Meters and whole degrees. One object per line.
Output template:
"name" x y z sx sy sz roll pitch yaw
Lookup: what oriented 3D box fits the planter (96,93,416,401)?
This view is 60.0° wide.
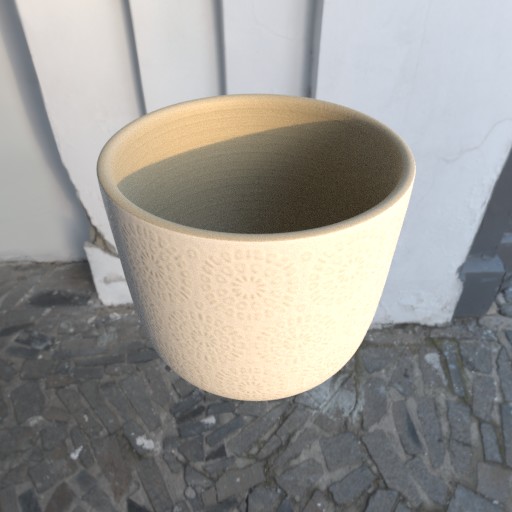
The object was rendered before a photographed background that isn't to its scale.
"planter" 0.000 0.000 0.358 0.208 0.190 0.208 0 39 0
